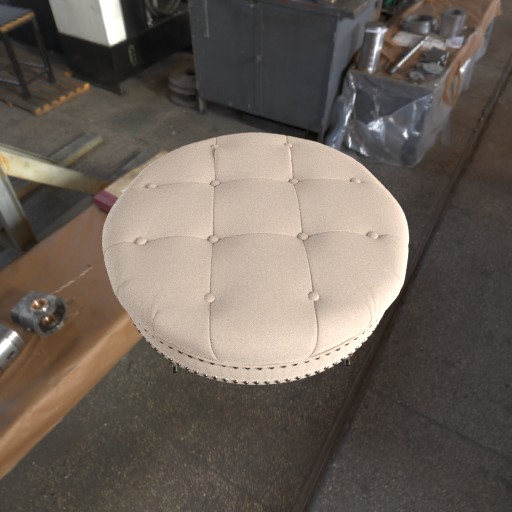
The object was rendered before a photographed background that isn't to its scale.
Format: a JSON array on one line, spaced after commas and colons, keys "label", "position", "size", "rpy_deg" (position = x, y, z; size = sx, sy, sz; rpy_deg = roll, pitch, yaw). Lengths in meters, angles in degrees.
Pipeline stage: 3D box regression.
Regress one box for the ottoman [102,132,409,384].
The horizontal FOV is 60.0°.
[{"label": "ottoman", "position": [0.000, 0.000, 1.409], "size": [0.901, 0.439, 0.901], "rpy_deg": [0, 46, 0]}]
